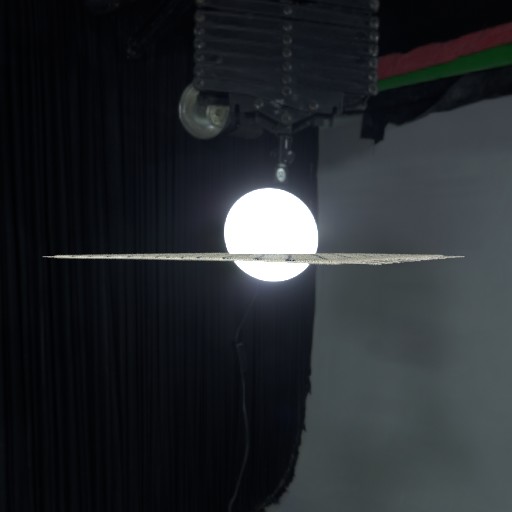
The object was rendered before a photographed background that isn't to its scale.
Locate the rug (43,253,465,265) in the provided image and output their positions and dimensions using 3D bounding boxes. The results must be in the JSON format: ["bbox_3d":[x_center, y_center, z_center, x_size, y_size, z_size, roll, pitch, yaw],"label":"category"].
[{"bbox_3d":[0.000,0.000,4.170,3.213,0.030,2.388,1,1,35],"label":"rug"}]
